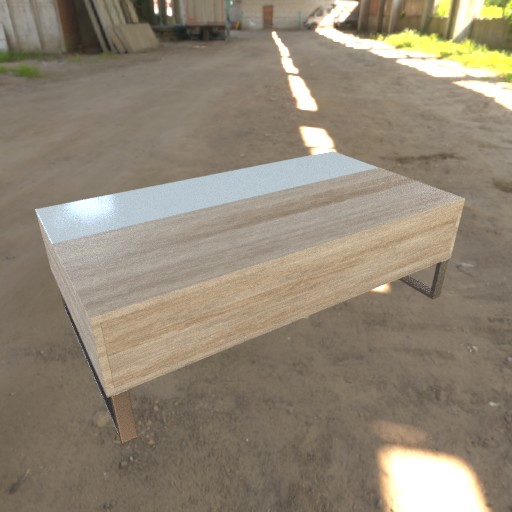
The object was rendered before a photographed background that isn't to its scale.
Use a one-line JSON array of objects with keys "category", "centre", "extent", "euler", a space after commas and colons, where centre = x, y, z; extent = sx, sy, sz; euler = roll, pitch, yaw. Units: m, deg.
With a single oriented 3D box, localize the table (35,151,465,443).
[{"category": "table", "centre": [0.000, 0.000, 1.375], "extent": [1.100, 0.350, 0.600], "euler": [-17, 33, -28]}]
